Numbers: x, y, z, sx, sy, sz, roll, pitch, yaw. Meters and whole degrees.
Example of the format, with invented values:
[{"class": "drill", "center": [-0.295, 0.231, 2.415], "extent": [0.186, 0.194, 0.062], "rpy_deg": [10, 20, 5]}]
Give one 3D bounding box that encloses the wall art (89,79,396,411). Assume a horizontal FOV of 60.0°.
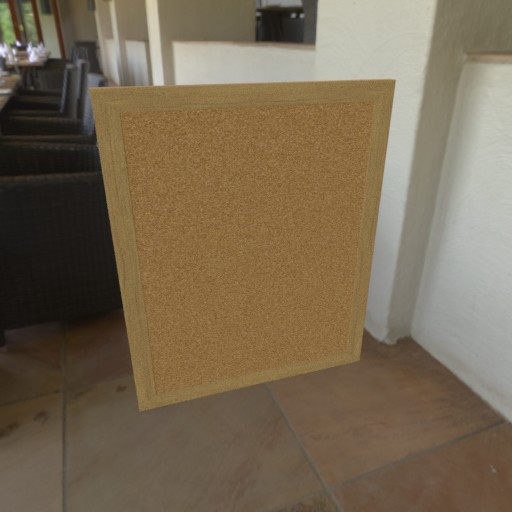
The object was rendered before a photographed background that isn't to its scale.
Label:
[{"class": "wall art", "center": [0.000, 0.000, 0.769], "extent": [0.460, 0.561, 0.020], "rpy_deg": [-8, 27, -16]}]
